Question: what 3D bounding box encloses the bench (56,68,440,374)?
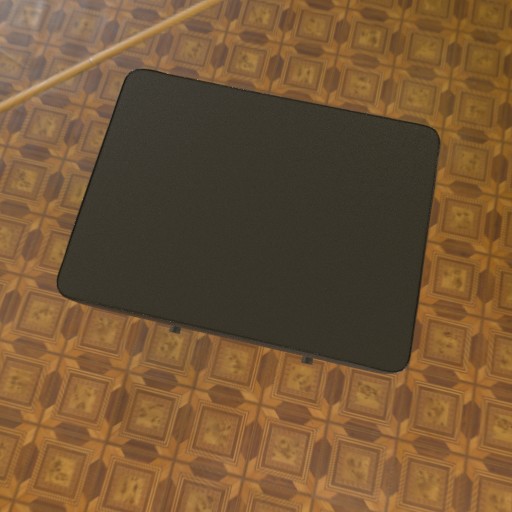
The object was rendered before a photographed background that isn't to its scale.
[{"bbox_3d":[0.000,0.000,0.788,0.424,0.500,0.321,13,76,3],"label":"bench"}]
